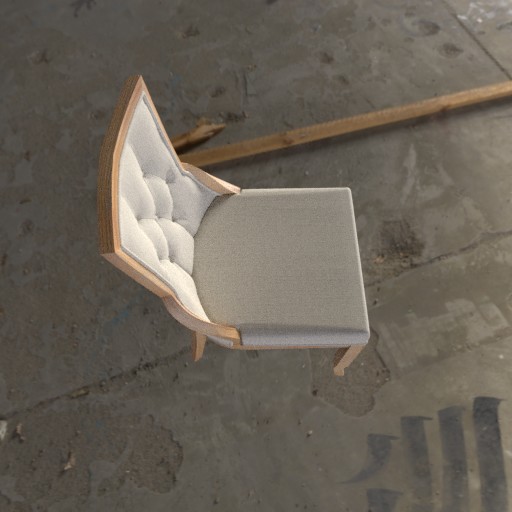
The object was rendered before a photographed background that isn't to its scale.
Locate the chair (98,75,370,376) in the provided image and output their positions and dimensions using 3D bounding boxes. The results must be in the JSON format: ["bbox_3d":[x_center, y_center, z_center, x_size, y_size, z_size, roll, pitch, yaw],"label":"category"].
[{"bbox_3d":[0.000,0.000,1.331,0.641,0.947,0.524,-1,63,0],"label":"chair"}]
